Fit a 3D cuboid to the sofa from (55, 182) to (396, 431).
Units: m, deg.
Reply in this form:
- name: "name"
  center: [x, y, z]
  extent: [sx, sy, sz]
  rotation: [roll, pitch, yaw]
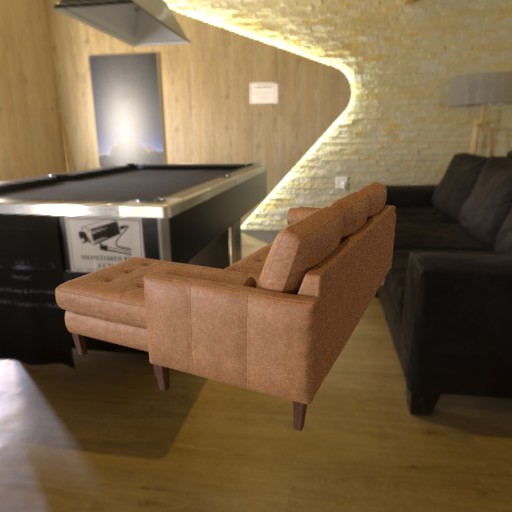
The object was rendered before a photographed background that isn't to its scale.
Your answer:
- name: "sofa"
  center: [0.000, 0.000, 2.993]
  extent: [1.506, 0.876, 2.178]
  rotation: [7, 17, 24]
